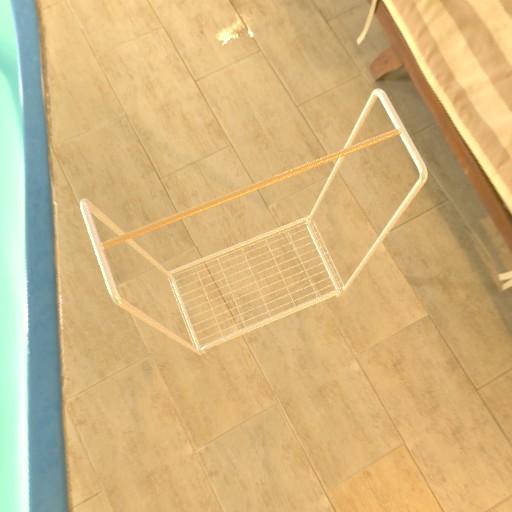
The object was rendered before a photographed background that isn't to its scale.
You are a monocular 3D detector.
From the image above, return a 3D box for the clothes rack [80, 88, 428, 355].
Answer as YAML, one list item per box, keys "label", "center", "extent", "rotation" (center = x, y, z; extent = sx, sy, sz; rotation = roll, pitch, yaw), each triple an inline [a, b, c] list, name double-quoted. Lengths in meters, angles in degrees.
- label: "clothes rack"
  center: [0.000, 0.000, 1.905]
  extent: [0.900, 1.500, 0.495]
  rotation: [-22, 77, -5]
